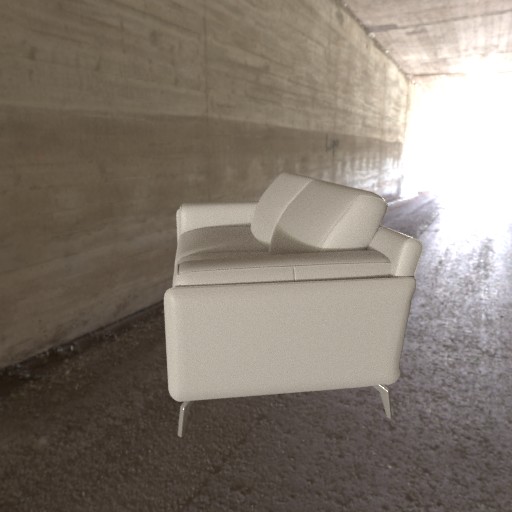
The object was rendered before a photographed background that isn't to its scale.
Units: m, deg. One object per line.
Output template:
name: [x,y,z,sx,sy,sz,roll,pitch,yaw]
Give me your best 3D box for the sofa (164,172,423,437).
sofa: [0.000,0.000,2.617,1.049,0.930,2.101,-2,14,-9]
